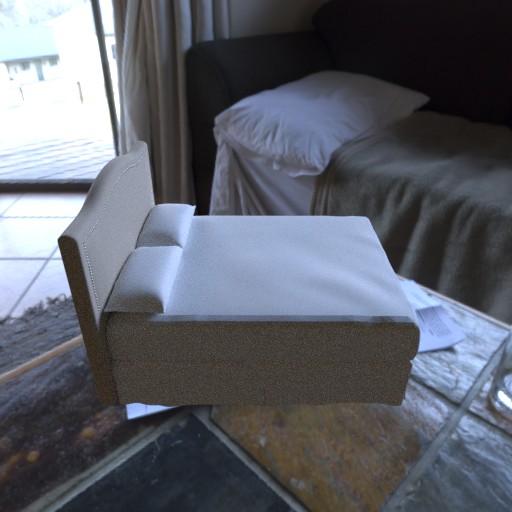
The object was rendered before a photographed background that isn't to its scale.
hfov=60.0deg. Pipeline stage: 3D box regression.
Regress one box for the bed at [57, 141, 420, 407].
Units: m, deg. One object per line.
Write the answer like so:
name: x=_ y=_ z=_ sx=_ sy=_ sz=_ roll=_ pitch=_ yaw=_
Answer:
bed: x=0.000 y=0.000 z=3.275 sx=2.052 sy=1.398 sz=1.678 roll=0 pitch=31 yaw=0
